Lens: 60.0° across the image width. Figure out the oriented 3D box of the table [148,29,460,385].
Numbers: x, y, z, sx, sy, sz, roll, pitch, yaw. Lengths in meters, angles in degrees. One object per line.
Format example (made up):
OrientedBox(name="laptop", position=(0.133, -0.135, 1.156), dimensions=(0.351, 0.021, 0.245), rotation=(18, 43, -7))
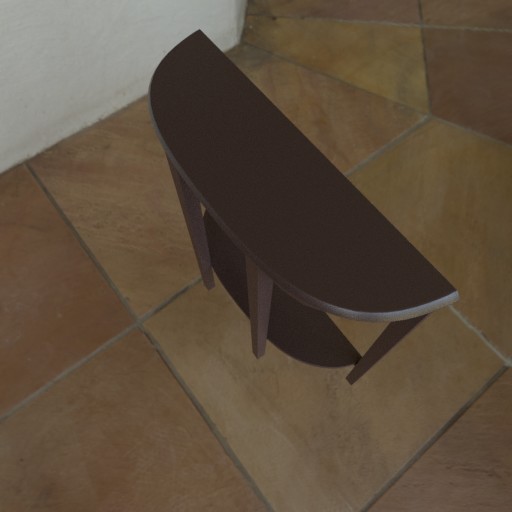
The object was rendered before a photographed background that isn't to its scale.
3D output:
OrientedBox(name="table", position=(0.000, 0.000, 1.300), dimensions=(0.274, 0.831, 0.909), rotation=(-32, 68, -15))
